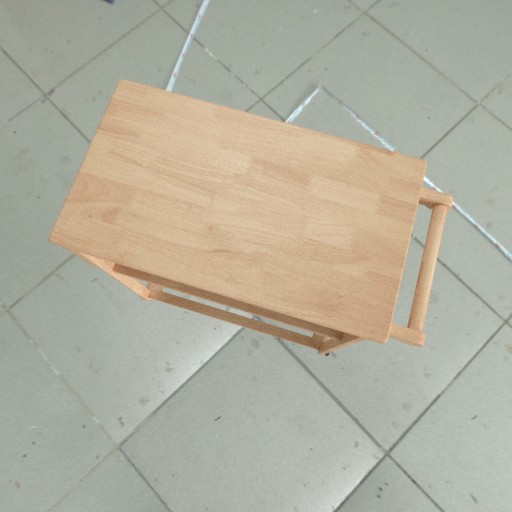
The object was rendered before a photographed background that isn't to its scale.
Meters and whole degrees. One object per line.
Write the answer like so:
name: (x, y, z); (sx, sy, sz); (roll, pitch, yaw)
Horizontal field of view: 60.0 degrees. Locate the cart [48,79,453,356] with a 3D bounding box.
cart: (0.000, 0.000, 1.404); (0.853, 0.879, 0.432); (16, 75, 4)
